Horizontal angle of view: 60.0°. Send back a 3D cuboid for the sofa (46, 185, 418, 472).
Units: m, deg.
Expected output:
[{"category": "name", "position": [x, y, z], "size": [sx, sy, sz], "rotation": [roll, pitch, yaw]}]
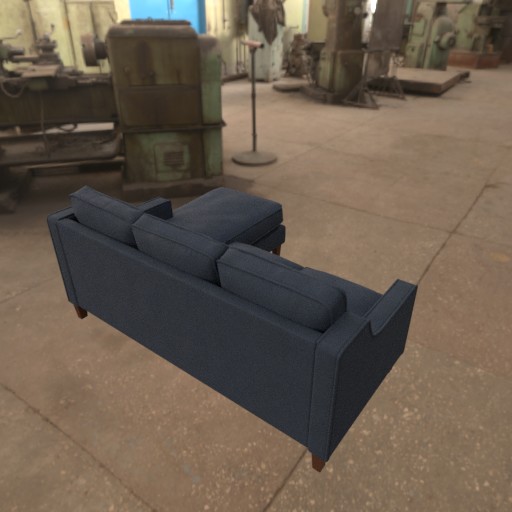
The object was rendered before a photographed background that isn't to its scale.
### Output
[{"category": "sofa", "position": [0.000, 0.000, 3.286], "size": [2.317, 1.066, 1.858], "rotation": [21, 36, 32]}]
